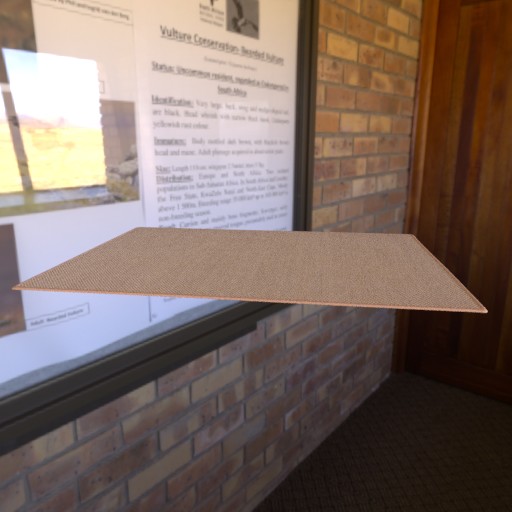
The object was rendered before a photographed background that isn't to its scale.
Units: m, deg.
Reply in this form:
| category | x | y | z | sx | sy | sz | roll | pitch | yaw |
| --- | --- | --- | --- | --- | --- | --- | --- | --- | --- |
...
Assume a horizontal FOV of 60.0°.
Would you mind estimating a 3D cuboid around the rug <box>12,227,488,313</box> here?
| category | x | y | z | sx | sy | sz | roll | pitch | yaw |
| --- | --- | --- | --- | --- | --- | --- | --- | --- | --- |
| rug | 0.000 | 0.000 | 2.683 | 2.134 | 0.013 | 1.524 | 2 | 15 | 8 |
